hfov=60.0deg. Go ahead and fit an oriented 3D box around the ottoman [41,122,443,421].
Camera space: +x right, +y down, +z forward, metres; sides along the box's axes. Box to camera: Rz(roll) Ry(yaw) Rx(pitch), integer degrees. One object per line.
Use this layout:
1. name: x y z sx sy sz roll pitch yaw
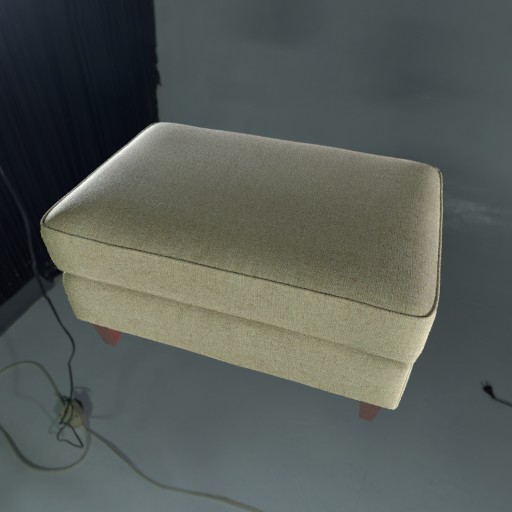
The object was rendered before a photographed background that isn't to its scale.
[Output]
1. ottoman: 0.000 0.000 1.202 0.862 0.484 0.583 12 43 14
